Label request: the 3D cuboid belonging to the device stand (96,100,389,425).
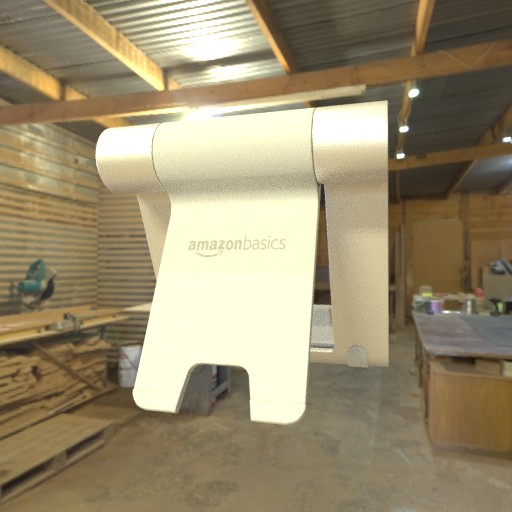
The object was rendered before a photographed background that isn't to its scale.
[{"bbox_3d":[0.000,0.000,0.150,0.086,0.084,0.079,0,-1,17],"label":"device stand"}]
